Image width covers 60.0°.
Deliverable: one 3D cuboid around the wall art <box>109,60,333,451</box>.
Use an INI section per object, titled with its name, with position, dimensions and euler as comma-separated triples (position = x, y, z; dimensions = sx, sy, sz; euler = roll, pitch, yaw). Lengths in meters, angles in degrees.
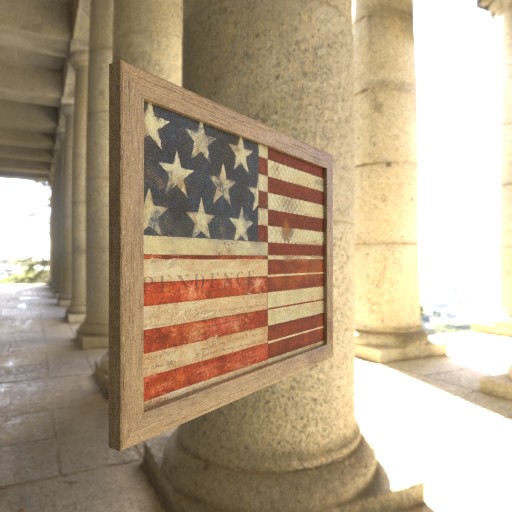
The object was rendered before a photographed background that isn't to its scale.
[wall art]
position = 0.000, 0.000, 0.896
dimensions = 0.026, 0.535, 0.690
euler = 0, 0, 34
